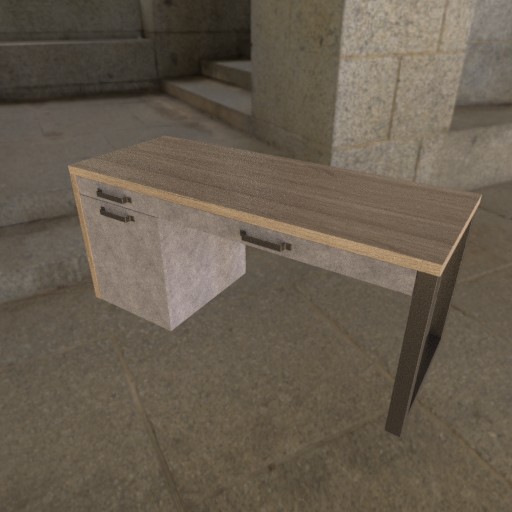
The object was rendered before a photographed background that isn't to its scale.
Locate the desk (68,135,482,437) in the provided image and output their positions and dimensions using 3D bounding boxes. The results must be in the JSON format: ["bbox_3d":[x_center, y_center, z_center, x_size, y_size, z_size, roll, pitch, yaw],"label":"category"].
[{"bbox_3d":[0.000,0.000,2.104,1.700,0.760,0.690,18,34,28],"label":"desk"}]
